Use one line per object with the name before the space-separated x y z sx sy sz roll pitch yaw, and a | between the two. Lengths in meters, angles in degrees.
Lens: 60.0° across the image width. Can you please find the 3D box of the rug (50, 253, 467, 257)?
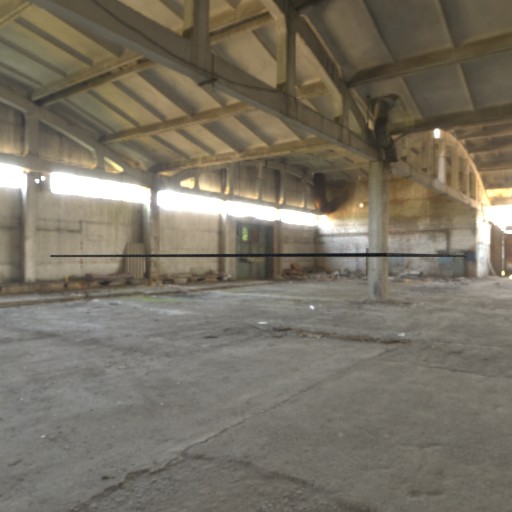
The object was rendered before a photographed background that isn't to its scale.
rug | 0.000 0.000 2.904 2.290 0.014 1.526 0 0 35
